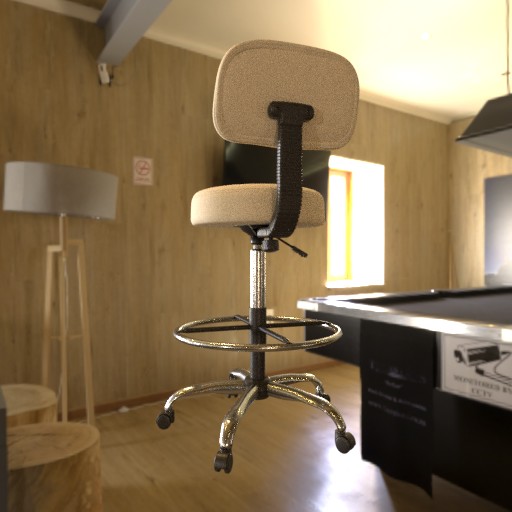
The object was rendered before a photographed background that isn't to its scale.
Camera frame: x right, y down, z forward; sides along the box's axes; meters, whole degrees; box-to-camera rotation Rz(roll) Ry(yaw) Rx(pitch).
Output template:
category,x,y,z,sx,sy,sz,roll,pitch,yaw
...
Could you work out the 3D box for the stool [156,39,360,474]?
category,x,y,z,sx,sy,sz,roll,pitch,yaw
stool,0.000,0.000,1.404,0.609,1.080,0.616,0,1,-19
